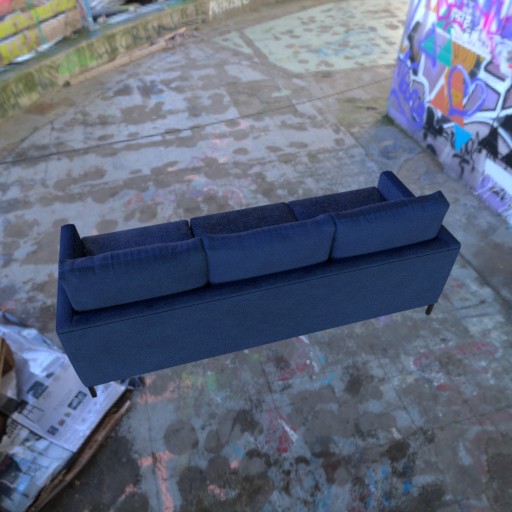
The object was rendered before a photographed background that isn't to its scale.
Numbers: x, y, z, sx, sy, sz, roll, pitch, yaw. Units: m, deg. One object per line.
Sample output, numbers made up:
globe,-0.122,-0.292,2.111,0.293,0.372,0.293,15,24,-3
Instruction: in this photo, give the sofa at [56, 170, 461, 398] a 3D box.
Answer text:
sofa,0.000,0.000,2.739,2.252,0.879,0.875,-11,44,-12
